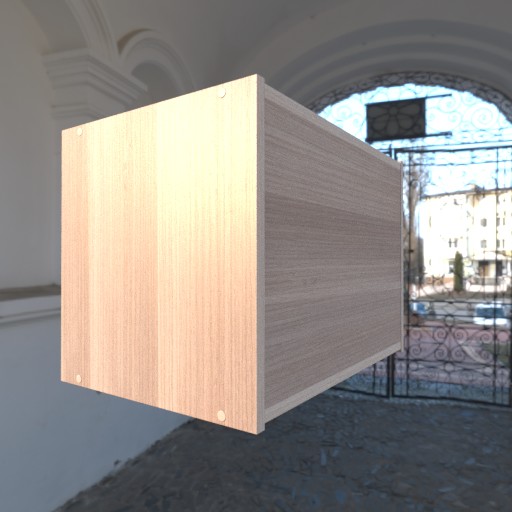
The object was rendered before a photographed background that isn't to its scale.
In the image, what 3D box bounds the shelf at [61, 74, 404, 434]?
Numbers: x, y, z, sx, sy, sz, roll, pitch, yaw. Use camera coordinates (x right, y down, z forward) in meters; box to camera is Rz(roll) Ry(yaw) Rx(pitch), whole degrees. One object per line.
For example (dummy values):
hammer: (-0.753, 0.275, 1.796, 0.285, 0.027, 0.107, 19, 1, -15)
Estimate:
shelf: (0.000, 0.000, 0.627, 0.290, 0.305, 0.415, 0, -1, 35)
